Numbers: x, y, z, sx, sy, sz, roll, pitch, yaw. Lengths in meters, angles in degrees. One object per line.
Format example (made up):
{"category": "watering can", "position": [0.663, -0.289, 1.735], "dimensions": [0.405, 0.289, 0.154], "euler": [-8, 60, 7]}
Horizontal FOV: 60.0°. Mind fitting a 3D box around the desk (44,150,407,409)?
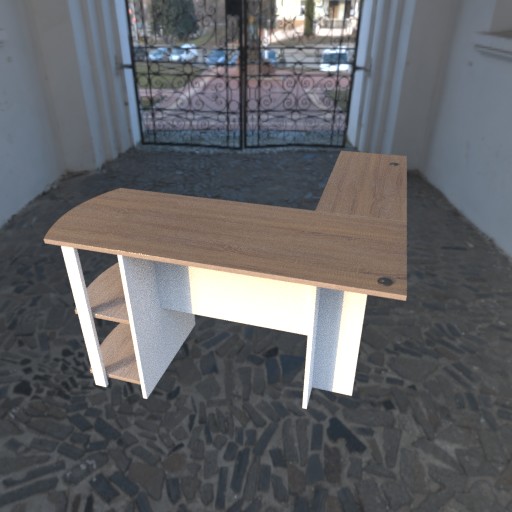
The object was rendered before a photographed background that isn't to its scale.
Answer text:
{"category": "desk", "position": [0.000, 0.000, 2.174], "dimensions": [1.303, 0.716, 1.361], "euler": [8, 31, 14]}
